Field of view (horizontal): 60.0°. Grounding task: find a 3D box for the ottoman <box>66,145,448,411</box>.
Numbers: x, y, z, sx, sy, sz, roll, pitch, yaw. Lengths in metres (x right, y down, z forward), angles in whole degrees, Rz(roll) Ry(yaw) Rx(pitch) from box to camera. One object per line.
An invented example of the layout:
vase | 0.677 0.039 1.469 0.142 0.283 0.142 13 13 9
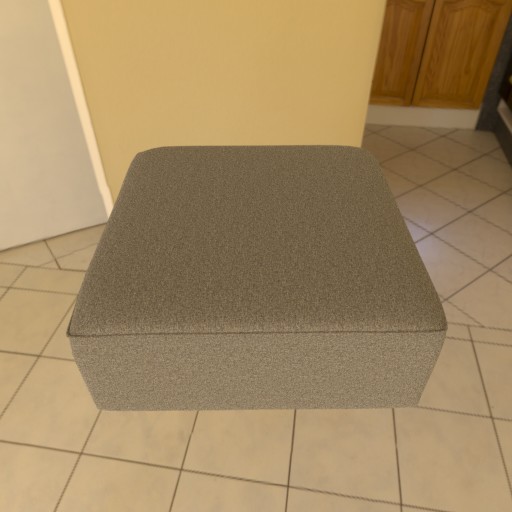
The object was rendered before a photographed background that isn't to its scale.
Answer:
ottoman | 0.000 0.000 1.621 1.015 0.464 1.005 0 41 -1
